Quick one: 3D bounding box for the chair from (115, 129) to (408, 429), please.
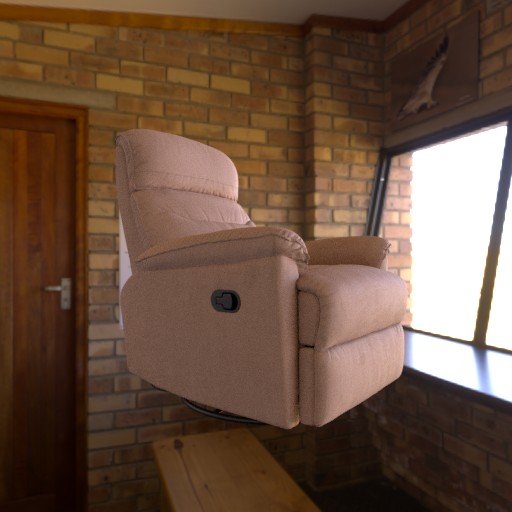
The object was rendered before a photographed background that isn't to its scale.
[{"bbox_3d":[0.000,0.000,1.704,1.004,1.037,0.820,0,0,37],"label":"chair"}]
